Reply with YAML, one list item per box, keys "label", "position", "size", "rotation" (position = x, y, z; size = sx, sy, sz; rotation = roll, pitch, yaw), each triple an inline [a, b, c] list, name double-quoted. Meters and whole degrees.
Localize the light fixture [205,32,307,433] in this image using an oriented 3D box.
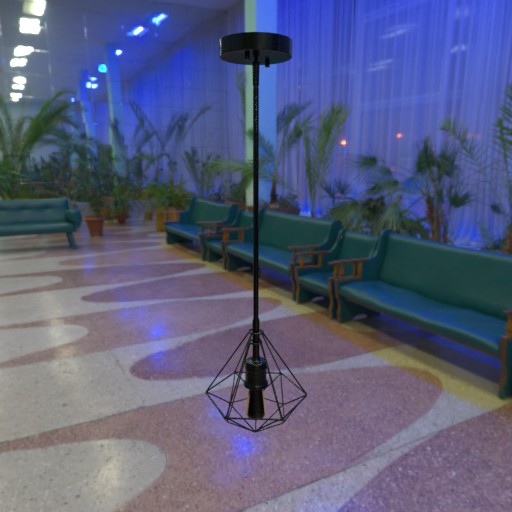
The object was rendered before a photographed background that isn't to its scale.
- label: "light fixture"
  position: [0.000, 0.000, 1.975]
  size: [0.431, 1.764, 0.487]
  rotation: [-6, 14, -26]
